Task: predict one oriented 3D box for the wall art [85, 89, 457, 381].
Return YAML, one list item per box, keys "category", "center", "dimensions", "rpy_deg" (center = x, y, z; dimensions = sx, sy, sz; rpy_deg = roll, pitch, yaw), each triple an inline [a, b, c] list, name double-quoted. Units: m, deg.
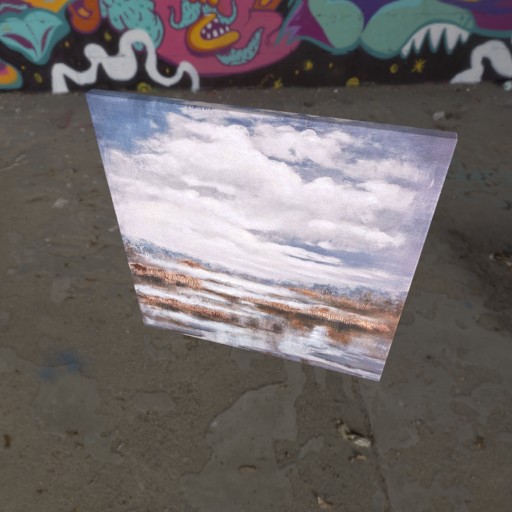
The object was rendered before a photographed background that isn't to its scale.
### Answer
- category: "wall art"
  center: [0.000, 0.000, 1.327]
  dimensions: [0.888, 0.897, 0.035]
  rpy_deg: [11, 43, 12]
